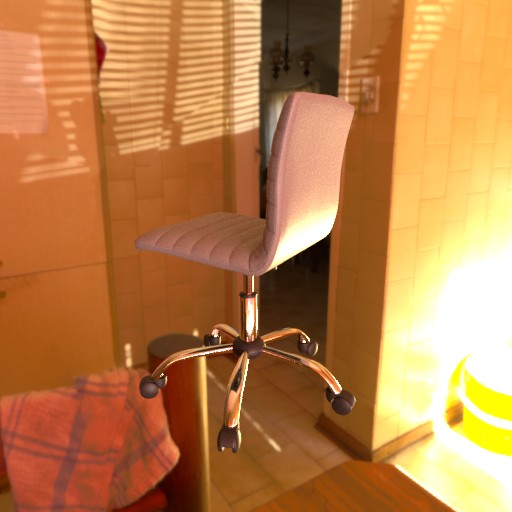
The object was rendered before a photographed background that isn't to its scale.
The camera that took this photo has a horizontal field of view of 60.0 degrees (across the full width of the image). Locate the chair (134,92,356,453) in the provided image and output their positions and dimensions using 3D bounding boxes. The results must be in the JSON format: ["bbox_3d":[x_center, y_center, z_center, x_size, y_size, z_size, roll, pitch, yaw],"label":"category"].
[{"bbox_3d":[0.000,0.000,1.127,0.542,0.750,0.569,7,16,26],"label":"chair"}]
